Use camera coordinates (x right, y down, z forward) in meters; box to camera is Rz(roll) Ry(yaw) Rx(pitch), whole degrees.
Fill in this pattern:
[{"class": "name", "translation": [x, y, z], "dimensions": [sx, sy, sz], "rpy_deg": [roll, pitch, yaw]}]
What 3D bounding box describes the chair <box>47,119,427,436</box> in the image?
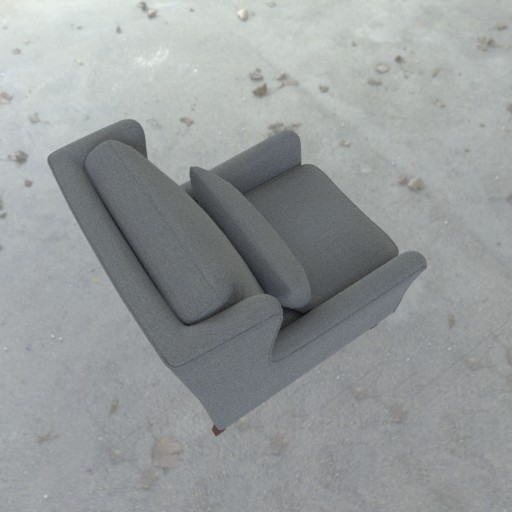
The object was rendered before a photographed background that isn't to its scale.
[{"class": "chair", "translation": [0.000, 0.000, 1.741], "dimensions": [1.040, 1.056, 0.866], "rpy_deg": [-30, 62, -17]}]
